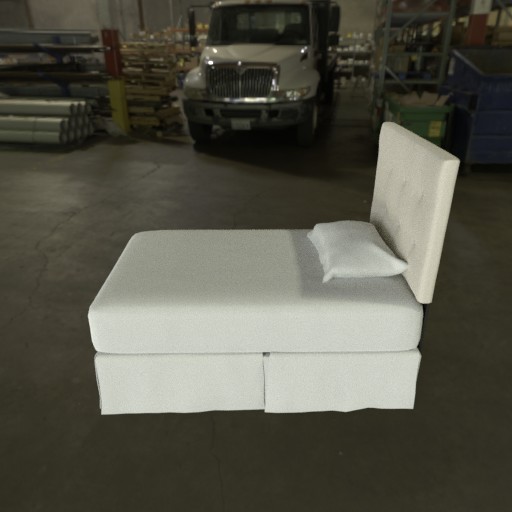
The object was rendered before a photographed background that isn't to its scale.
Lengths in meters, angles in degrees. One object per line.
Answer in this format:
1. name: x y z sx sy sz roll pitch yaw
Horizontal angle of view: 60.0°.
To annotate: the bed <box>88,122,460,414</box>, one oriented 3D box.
1. bed: 0.000 0.000 2.967 1.997 1.571 1.261 0 26 -1
